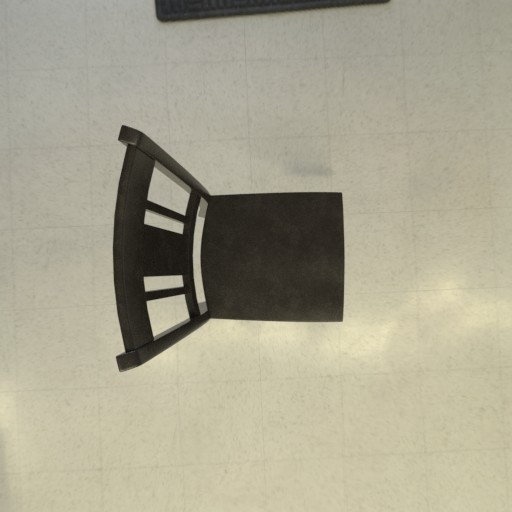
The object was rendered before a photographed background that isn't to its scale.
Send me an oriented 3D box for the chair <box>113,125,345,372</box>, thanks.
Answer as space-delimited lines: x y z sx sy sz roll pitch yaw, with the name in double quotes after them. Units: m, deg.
0.000 0.000 1.305 0.555 0.998 0.450 0 88 -1 "chair"
